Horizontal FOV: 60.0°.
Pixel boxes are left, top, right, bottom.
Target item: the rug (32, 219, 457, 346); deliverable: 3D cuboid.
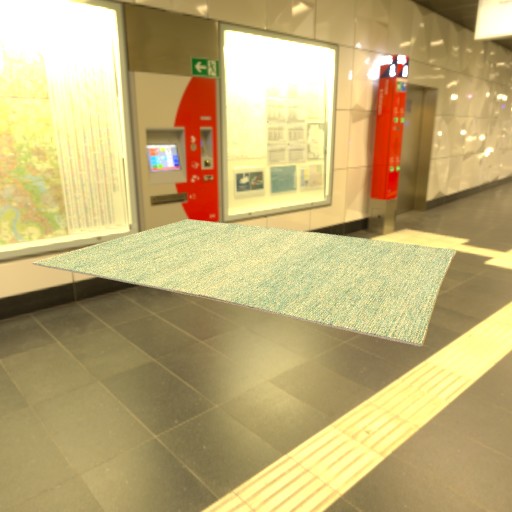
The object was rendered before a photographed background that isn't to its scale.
[{"bbox_3d":[0.000,0.000,2.892,2.305,0.029,1.593,8,18,27],"label":"rug"}]
